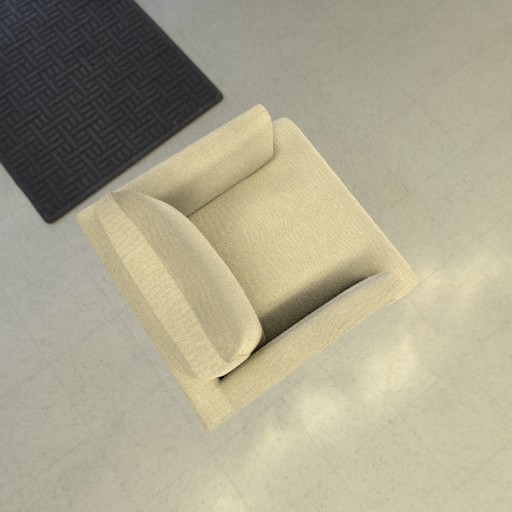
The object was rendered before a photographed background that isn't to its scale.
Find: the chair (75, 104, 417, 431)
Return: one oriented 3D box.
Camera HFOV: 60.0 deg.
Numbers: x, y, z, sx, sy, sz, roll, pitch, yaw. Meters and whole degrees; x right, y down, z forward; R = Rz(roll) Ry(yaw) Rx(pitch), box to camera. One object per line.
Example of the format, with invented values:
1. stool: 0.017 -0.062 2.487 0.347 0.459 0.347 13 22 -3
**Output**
1. chair: 0.000 0.000 1.639 0.899 0.957 0.858 -34 77 -9
